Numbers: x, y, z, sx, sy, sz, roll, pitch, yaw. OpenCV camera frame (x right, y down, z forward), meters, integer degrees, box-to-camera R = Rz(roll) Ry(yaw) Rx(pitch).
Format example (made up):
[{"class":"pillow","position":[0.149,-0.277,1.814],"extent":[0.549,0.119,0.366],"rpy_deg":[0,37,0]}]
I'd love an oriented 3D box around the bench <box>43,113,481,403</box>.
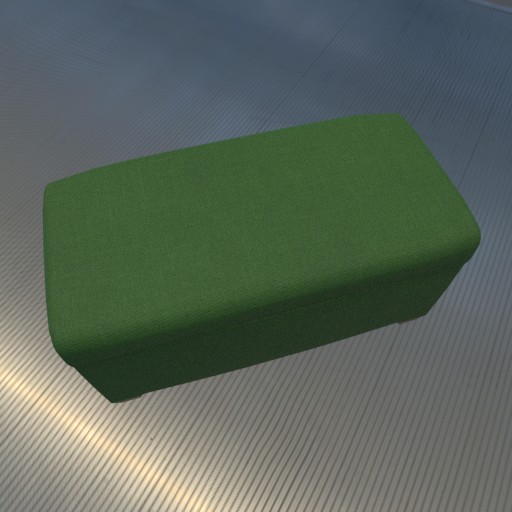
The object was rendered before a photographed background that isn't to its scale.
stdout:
[{"class":"bench","position":[0.000,0.000,1.251],"extent":[0.989,0.501,0.505],"rpy_deg":[-14,58,-9]}]
